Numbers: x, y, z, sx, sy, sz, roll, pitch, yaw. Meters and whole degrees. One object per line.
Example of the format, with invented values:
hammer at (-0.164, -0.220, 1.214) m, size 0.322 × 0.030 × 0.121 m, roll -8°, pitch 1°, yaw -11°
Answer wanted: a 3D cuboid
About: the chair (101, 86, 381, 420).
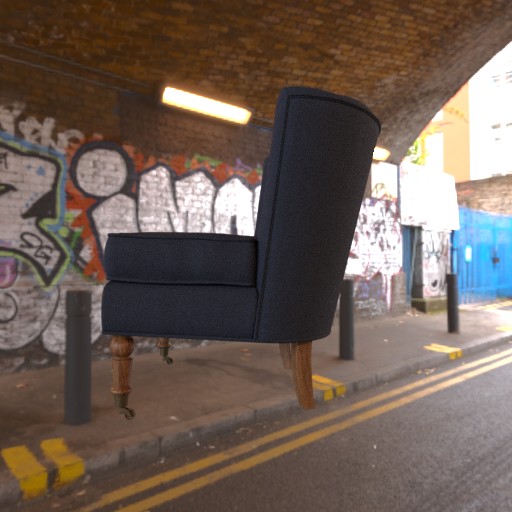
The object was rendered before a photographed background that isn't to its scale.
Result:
chair at (0.000, 0.000, 1.330) m, size 0.718 × 0.771 × 0.740 m, roll 0°, pitch -1°, yaw -2°
